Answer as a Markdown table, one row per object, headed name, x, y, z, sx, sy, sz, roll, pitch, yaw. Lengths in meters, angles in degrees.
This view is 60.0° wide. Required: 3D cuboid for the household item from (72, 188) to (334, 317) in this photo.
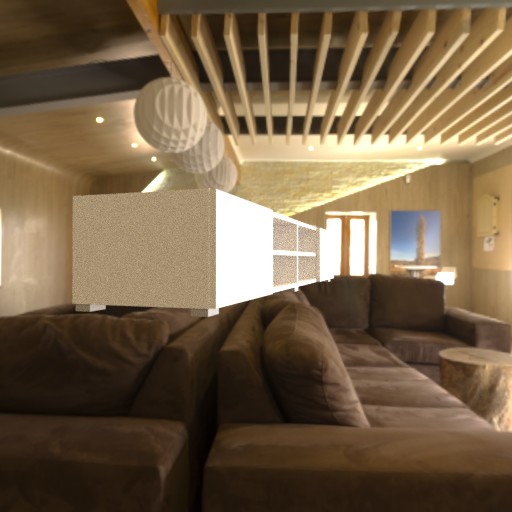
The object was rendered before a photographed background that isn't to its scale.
| name | x | y | z | sx | sy | sz | roll | pitch | yaw |
| --- | --- | --- | --- | --- | --- | --- | --- | --- | --- |
| household item | 0.000 | 0.000 | 2.003 | 0.420 | 0.310 | 1.850 | 0 | 0 | 19 |
